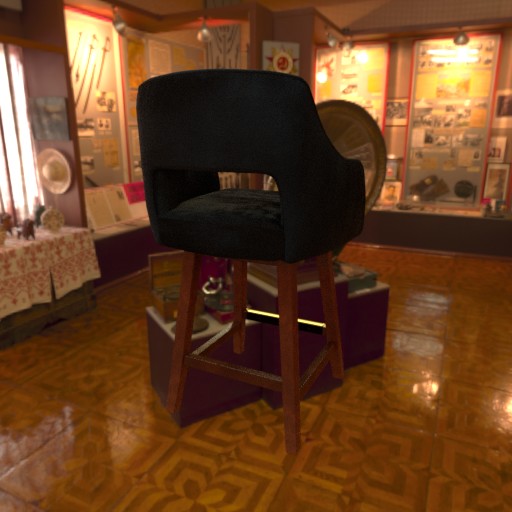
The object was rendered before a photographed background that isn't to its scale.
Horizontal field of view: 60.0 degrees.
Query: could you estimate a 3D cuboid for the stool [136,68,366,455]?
[{"bbox_3d":[0.000,0.000,1.278,0.550,0.940,0.560,8,17,26],"label":"stool"}]
